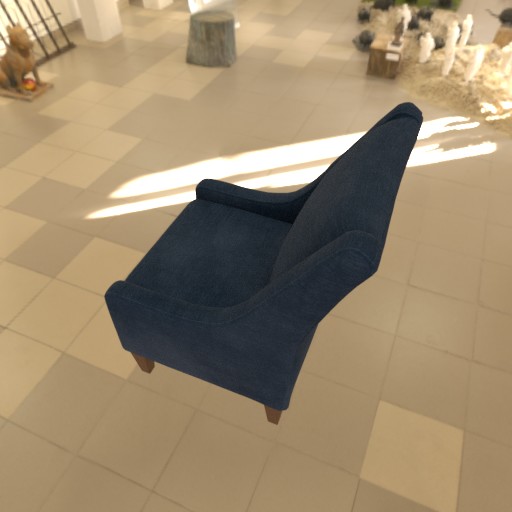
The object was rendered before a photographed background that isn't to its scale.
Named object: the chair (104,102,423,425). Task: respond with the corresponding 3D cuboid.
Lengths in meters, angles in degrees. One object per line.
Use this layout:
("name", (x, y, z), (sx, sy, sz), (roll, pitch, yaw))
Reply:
("chair", (0.000, 0.000, 1.637), (0.870, 1.014, 0.774), (16, 47, 16))
